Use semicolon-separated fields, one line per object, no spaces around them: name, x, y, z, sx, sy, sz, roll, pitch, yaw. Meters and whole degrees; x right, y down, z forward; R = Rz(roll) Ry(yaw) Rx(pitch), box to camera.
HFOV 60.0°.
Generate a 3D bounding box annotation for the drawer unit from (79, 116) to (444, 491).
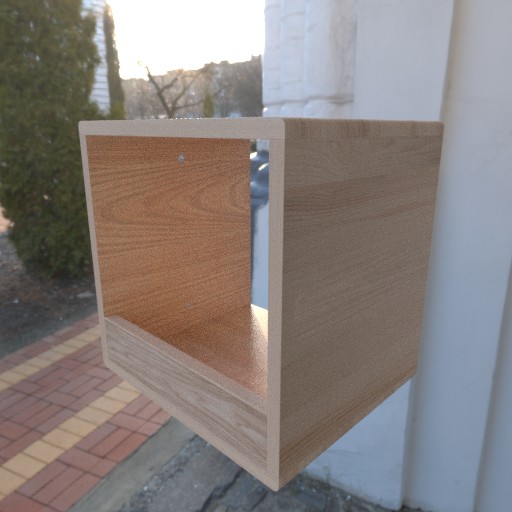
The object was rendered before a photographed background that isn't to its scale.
drawer unit;0.000;0.000;0.590;0.344;0.344;0.290;15;22;42
